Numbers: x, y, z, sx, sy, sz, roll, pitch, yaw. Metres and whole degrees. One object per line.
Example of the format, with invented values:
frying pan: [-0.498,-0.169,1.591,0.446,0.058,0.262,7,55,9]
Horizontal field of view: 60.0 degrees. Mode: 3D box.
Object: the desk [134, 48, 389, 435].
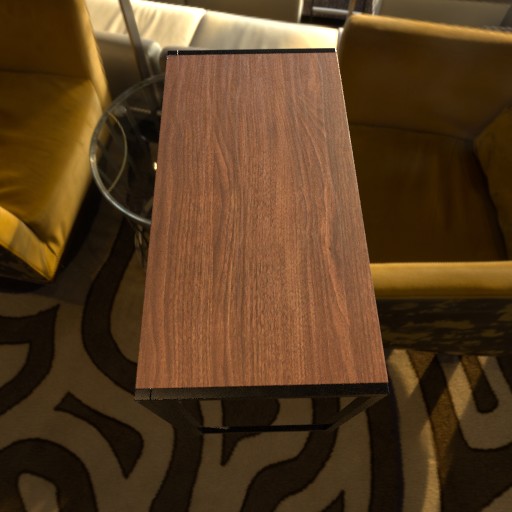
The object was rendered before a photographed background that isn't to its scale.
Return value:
desk: [0.000,0.000,1.445,0.508,0.762,1.016,-1,63,-1]
